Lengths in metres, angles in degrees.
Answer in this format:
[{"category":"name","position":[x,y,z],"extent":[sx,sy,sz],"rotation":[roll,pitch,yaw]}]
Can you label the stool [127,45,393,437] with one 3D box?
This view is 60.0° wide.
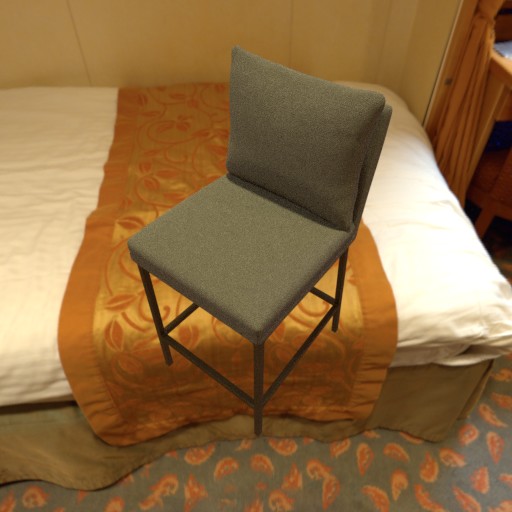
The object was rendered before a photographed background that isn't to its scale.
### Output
[{"category":"stool","position":[0.000,0.000,1.349],"extent":[0.463,1.031,0.569],"rotation":[30,54,25]}]
